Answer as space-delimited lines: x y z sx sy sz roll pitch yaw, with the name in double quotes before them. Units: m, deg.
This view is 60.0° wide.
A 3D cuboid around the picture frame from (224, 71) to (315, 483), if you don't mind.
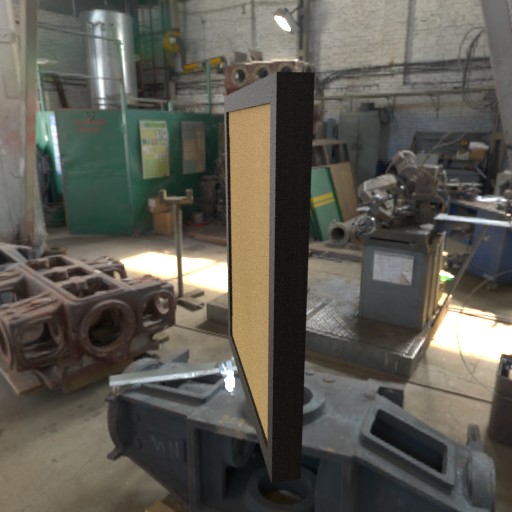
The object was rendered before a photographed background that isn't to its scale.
"picture frame" 0.000 0.000 0.782 0.044 0.555 0.452 -3 17 -11
